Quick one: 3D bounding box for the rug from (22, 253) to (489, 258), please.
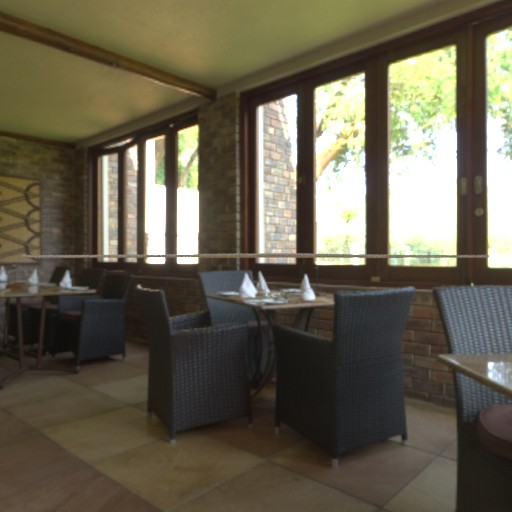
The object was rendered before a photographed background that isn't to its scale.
[{"bbox_3d":[0.000,0.000,3.719,2.869,0.038,2.032,0,0,1],"label":"rug"}]
